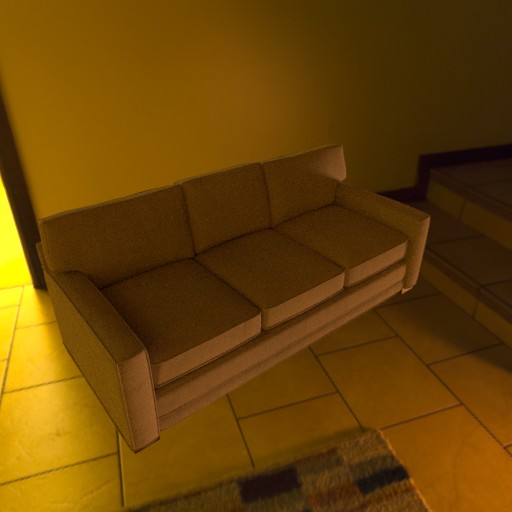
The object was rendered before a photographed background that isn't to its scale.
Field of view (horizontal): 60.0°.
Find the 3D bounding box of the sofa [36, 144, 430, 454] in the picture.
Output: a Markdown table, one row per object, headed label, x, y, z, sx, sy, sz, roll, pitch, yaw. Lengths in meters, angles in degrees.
| label | x | y | z | sx | sy | sz | roll | pitch | yaw |
| --- | --- | --- | --- | --- | --- | --- | --- | --- | --- |
| sofa | 0.000 | 0.000 | 2.571 | 2.093 | 0.862 | 0.936 | -22 | 37 | -33 |
